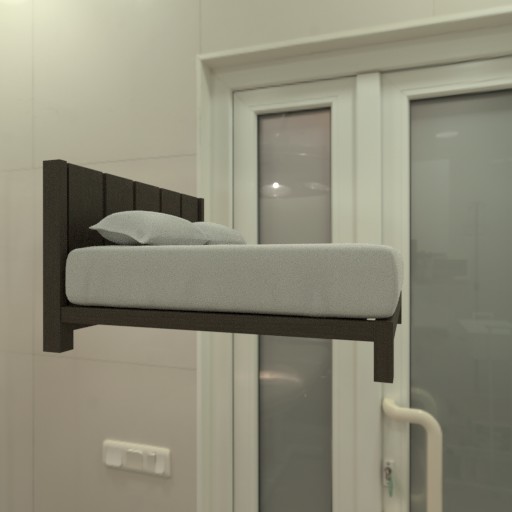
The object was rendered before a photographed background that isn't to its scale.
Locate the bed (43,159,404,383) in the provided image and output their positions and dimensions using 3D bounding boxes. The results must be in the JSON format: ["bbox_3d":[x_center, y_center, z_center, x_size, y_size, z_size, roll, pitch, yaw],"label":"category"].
[{"bbox_3d":[0.000,0.000,3.561,2.238,1.261,2.143,0,0,19],"label":"bed"}]
